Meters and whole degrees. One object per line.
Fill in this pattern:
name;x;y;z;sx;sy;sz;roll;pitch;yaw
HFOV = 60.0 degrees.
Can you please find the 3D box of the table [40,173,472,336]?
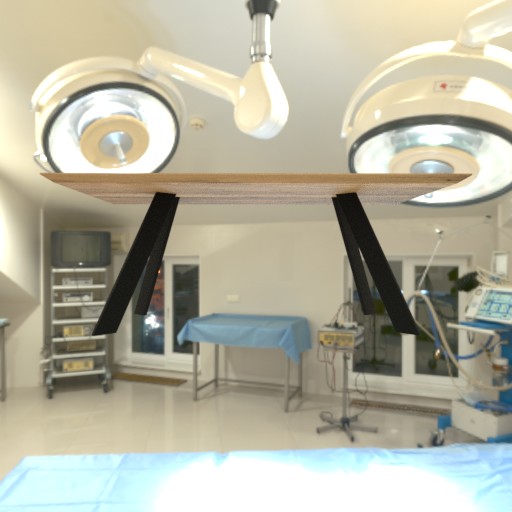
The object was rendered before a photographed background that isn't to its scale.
table;0.000;0.000;2.550;2.000;0.770;1.000;0;0;-1
